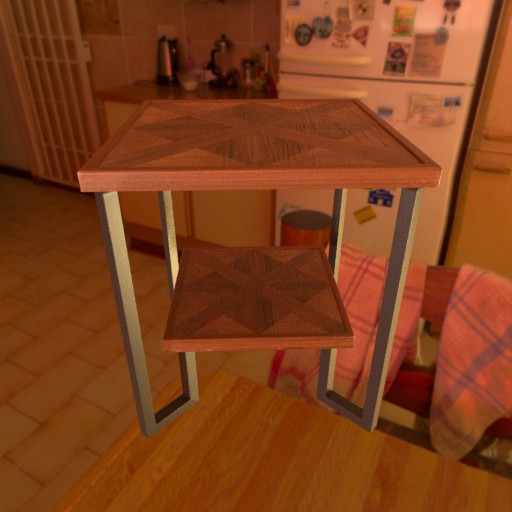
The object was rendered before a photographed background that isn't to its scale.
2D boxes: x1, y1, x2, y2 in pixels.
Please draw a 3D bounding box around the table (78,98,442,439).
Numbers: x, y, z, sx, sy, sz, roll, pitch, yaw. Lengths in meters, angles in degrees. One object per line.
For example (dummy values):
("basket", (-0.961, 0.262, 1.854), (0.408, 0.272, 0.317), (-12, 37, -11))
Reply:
("table", (0.000, 0.000, 0.965), (0.503, 0.563, 0.503), (-1, 30, -2))
